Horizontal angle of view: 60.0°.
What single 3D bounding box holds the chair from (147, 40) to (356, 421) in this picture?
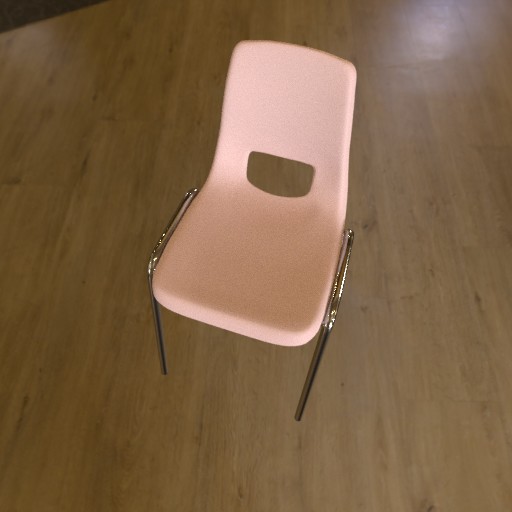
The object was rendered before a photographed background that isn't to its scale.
[{"bbox_3d":[0.000,0.000,0.935,0.381,0.704,0.436,16,60,10],"label":"chair"}]
